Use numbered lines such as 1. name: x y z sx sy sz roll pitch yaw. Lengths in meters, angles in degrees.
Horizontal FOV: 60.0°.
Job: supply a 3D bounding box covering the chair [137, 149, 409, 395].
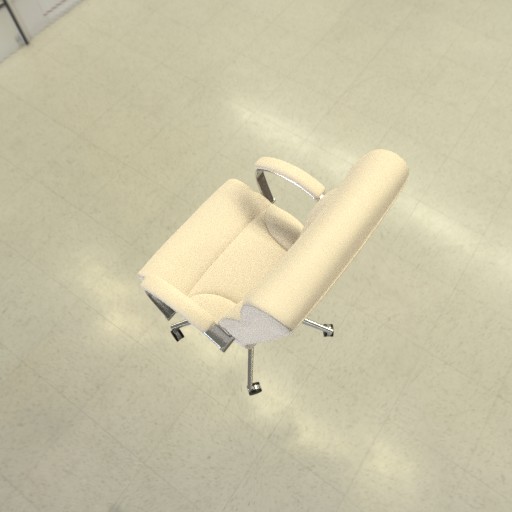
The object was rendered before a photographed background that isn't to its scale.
1. chair: 0.000 0.000 1.624 0.745 1.099 0.727 35 69 16
